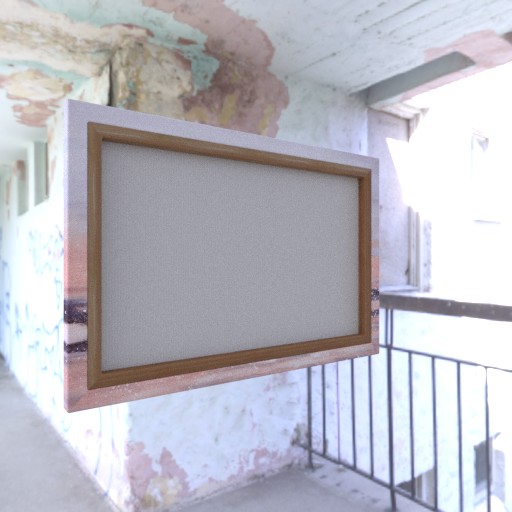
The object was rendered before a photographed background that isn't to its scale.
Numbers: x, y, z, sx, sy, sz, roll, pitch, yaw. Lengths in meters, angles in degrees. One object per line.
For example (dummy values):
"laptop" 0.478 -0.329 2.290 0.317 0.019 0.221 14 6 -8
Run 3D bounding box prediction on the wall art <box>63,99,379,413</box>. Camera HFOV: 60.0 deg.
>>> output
"wall art" 0.000 0.000 1.131 0.913 0.609 0.038 0 0 -35
